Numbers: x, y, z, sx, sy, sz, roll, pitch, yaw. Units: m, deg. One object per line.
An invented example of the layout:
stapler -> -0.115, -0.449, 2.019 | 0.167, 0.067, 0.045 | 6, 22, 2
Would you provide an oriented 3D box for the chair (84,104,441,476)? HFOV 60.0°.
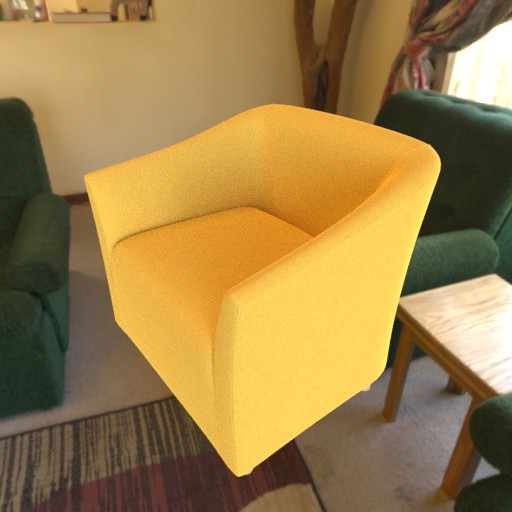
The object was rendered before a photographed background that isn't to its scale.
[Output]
chair -> 0.000, 0.000, 1.318 | 0.700, 0.720, 0.790 | -21, 36, -32
